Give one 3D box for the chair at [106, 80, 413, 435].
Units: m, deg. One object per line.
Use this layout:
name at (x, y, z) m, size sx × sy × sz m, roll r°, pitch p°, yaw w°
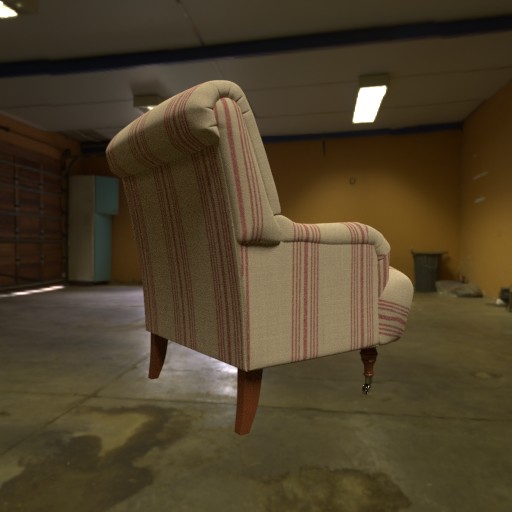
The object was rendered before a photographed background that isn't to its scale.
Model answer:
chair at (0.000, 0.000, 1.898) m, size 1.058 × 1.123 × 0.933 m, roll -1°, pitch 2°, yaw -36°
